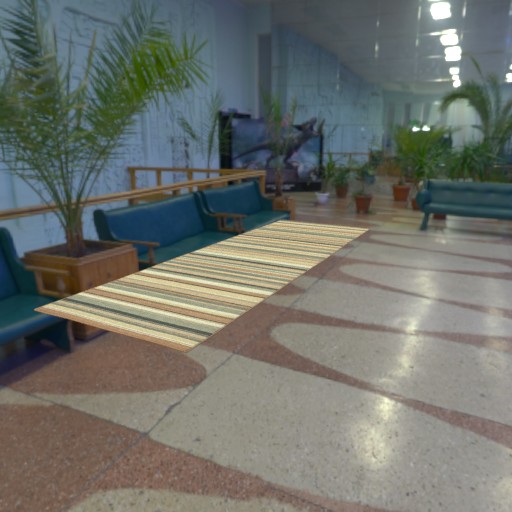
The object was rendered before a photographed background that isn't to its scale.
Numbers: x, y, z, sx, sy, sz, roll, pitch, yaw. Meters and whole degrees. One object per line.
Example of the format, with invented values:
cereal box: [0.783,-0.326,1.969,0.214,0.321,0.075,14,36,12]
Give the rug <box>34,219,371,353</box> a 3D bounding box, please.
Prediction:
rug: [0.000,0.000,2.702,0.799,0.010,2.444,8,17,27]
